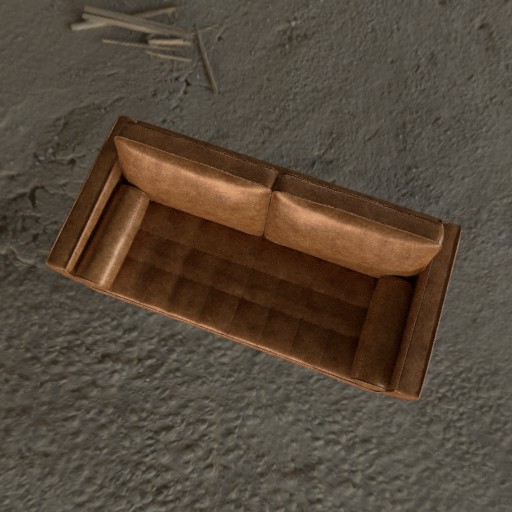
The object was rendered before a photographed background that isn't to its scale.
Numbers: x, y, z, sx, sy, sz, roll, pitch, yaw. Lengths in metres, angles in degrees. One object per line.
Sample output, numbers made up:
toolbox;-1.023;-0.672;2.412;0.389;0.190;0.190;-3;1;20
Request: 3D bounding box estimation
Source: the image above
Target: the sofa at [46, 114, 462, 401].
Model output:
sofa;0.000;0.000;2.396;1.920;0.825;0.924;19;76;5
